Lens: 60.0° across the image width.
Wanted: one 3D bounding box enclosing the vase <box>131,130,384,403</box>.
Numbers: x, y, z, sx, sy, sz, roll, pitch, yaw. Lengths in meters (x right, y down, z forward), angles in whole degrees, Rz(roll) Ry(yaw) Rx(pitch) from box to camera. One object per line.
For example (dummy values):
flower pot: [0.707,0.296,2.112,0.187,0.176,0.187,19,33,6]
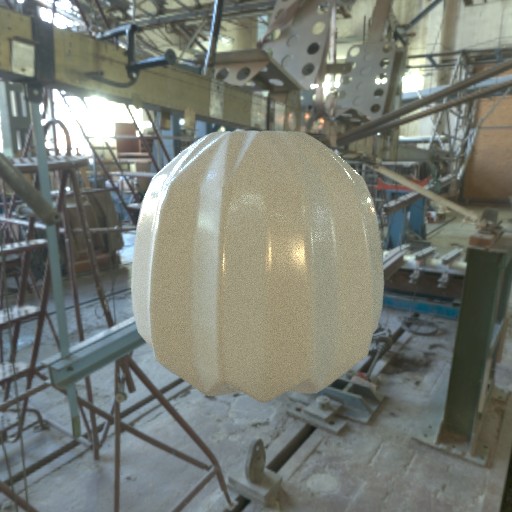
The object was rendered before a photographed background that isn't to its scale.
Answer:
vase: [0.000,0.000,0.250,0.139,0.134,0.139,0,13,0]
